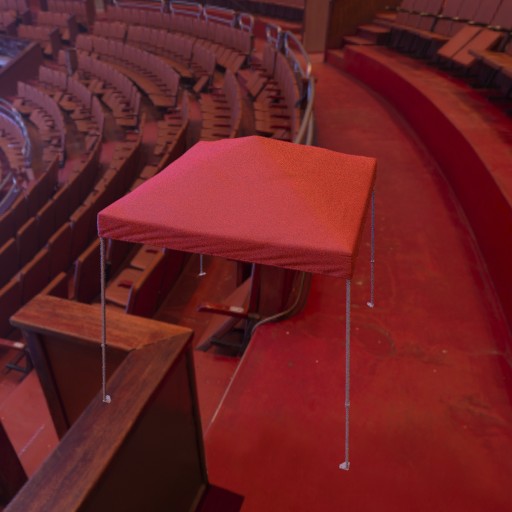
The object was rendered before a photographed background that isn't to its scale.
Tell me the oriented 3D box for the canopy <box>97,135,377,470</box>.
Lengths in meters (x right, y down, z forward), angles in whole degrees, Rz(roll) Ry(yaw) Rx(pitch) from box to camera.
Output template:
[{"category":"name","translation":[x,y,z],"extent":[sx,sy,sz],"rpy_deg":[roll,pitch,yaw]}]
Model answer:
[{"category":"canopy","translation":[0.000,0.000,6.598],"extent":[3.600,3.600,3.599],"rpy_deg":[9,33,15]}]
